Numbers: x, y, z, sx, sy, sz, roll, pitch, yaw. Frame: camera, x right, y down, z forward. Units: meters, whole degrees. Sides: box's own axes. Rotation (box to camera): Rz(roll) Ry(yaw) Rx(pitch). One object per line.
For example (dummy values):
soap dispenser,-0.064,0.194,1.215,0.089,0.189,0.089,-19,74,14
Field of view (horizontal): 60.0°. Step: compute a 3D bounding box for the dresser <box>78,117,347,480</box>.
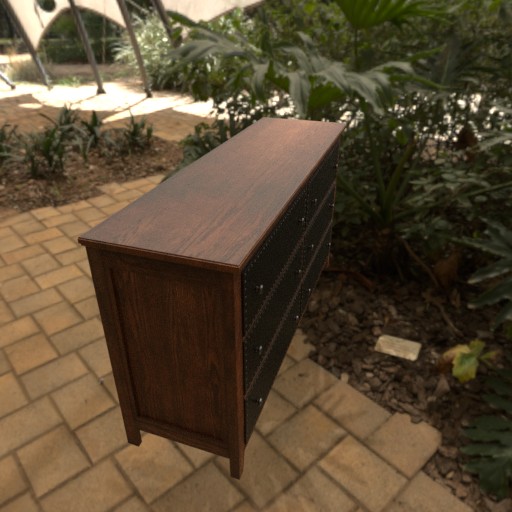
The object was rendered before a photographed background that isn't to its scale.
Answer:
dresser,0.000,0.000,1.957,0.463,0.856,1.551,10,31,17
